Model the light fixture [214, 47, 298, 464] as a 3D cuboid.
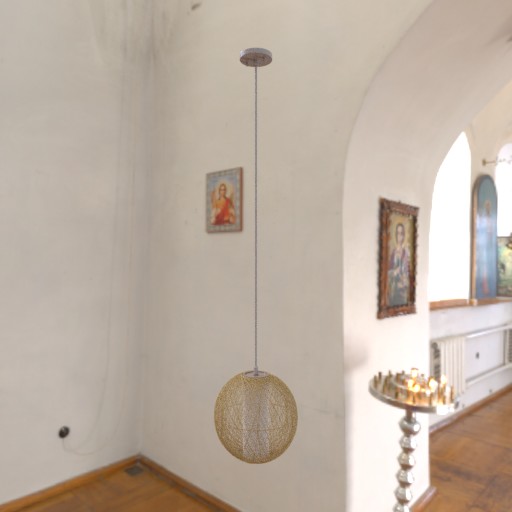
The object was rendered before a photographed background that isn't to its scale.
[{"bbox_3d":[0.000,0.000,2.158,0.407,1.955,0.406,0,0,-2],"label":"light fixture"}]
